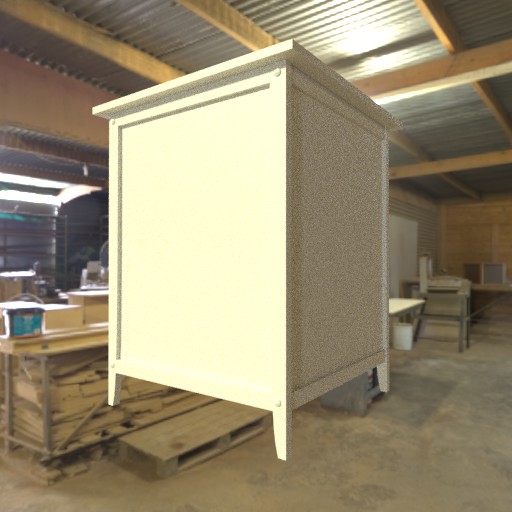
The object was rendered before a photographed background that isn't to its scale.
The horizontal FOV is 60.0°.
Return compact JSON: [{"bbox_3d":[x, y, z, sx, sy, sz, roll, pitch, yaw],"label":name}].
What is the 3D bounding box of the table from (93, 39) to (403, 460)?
[{"bbox_3d":[0.000,0.000,0.760,0.381,0.483,0.381,0,-1,36],"label":"table"}]
